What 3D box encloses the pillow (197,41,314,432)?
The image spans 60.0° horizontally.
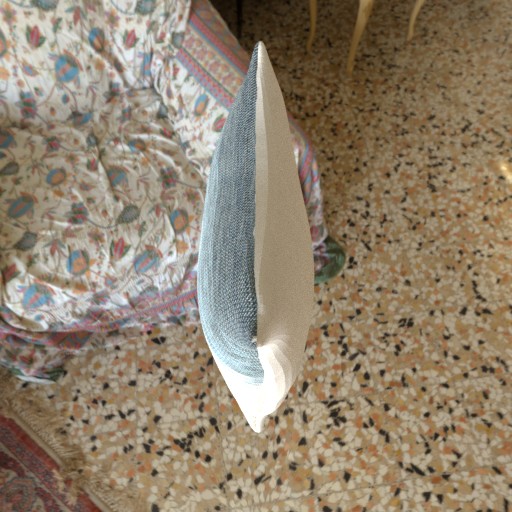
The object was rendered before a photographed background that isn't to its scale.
[{"bbox_3d":[0.000,0.000,0.678,0.182,0.441,0.440,1,59,1],"label":"pillow"}]
